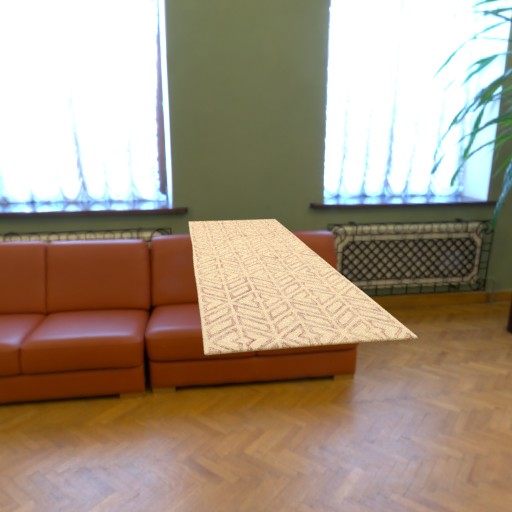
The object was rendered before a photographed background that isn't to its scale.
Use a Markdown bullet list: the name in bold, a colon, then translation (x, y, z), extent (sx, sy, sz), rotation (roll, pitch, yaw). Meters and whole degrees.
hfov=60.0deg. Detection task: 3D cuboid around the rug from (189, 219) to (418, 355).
- **rug**: translation (0.000, 0.000, 2.661), extent (0.750, 0.009, 2.435), rotation (-2, 15, -9)
